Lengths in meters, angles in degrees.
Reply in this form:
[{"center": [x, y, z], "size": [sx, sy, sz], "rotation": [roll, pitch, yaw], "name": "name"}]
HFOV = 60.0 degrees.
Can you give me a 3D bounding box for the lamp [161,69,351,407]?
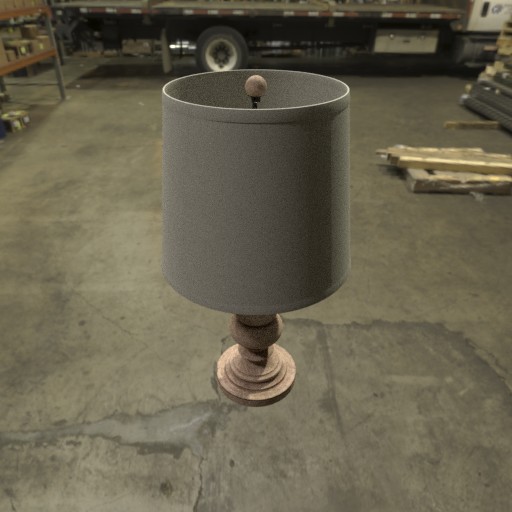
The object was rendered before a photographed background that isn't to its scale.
[{"center": [0.000, 0.000, 0.648], "size": [0.273, 0.497, 0.273], "rotation": [0, 32, 0], "name": "lamp"}]
